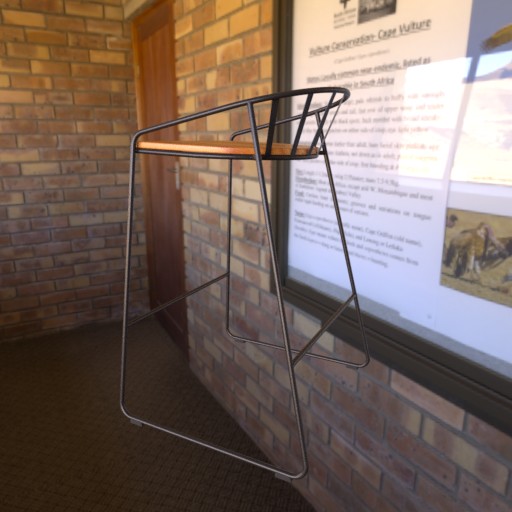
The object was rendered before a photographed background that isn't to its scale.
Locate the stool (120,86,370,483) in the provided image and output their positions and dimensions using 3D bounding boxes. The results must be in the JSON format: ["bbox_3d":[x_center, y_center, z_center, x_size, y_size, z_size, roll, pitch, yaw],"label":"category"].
[{"bbox_3d":[0.000,0.000,1.170,0.521,0.812,0.546,8,17,27],"label":"stool"}]
